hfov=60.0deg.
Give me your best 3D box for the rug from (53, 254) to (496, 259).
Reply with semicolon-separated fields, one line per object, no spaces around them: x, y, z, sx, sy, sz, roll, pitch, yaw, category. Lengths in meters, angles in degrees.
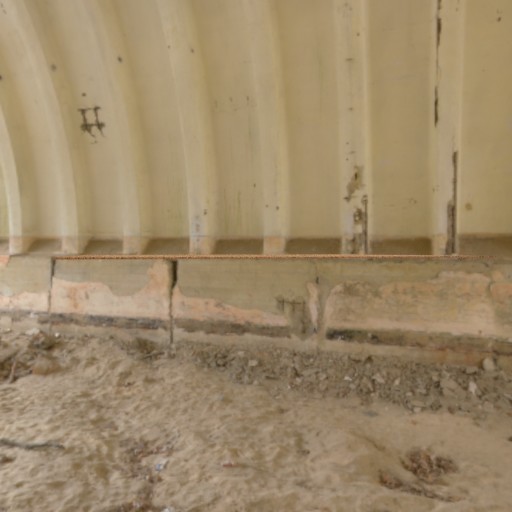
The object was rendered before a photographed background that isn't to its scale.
0.000;0.000;4.175;3.200;0.012;2.438;0;1;-17;rug
